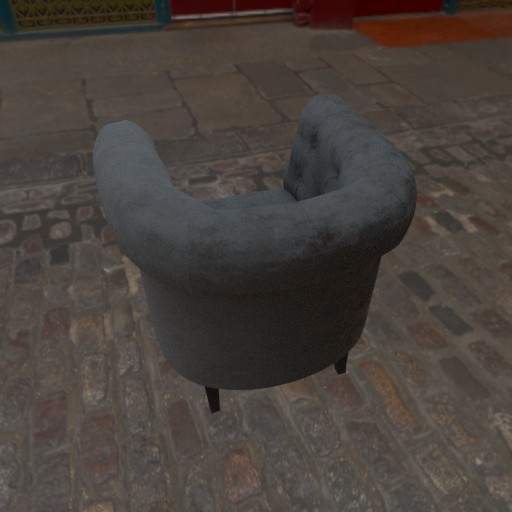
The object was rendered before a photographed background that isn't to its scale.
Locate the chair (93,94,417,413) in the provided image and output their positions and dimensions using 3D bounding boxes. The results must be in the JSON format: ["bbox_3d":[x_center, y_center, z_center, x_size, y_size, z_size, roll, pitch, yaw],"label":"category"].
[{"bbox_3d":[0.000,0.000,1.516,0.904,0.826,0.851,-12,42,-14],"label":"chair"}]
